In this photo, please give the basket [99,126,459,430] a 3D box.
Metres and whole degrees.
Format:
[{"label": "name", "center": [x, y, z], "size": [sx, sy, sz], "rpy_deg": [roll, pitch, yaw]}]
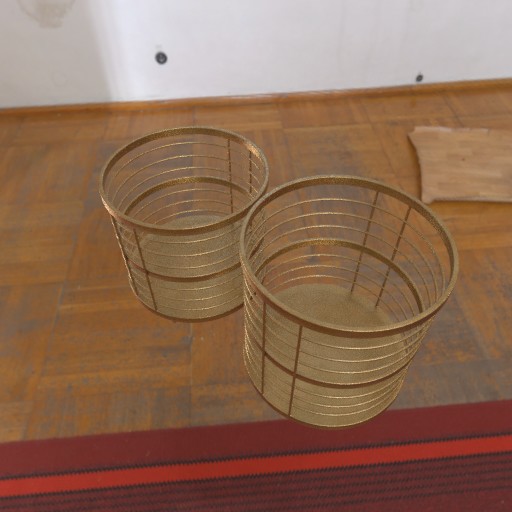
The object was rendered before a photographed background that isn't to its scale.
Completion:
[{"label": "basket", "center": [0.000, 0.000, 0.945], "size": [0.746, 0.351, 0.356], "rpy_deg": [32, 55, 26]}]
